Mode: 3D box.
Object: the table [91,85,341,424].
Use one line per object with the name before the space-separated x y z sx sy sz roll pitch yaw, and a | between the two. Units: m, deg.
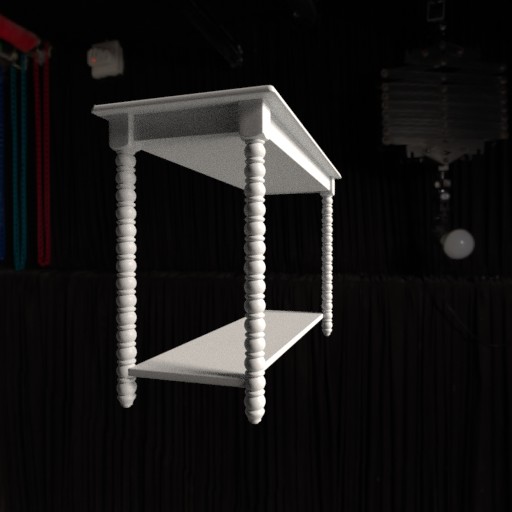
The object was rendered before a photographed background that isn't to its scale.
table | 0.000 0.000 1.561 0.459 0.740 1.184 0 1 18
